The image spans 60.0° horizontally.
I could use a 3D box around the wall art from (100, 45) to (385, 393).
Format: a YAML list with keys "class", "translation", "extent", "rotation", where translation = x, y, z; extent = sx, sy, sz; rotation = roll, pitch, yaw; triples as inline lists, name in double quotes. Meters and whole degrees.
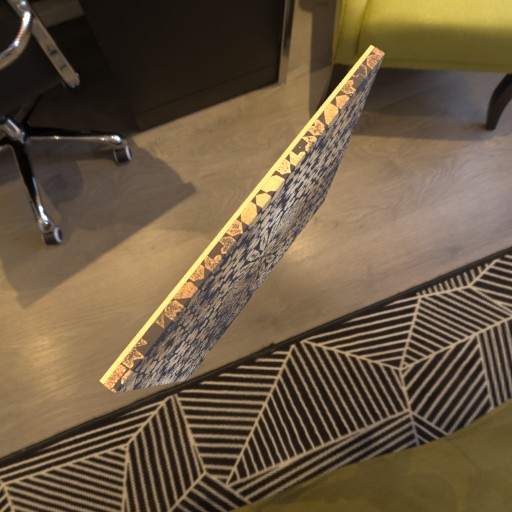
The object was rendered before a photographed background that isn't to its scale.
- class: "wall art"
  translation: [0.000, 0.000, 1.347]
  extent: [0.038, 0.914, 0.914]
  rotation: [36, 79, 8]
